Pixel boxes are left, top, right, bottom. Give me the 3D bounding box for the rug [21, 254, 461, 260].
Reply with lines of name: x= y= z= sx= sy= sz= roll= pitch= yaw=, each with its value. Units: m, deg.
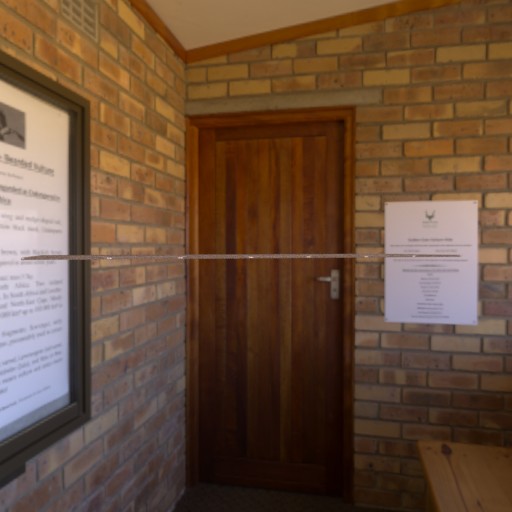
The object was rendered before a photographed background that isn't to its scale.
rug: x=0.000 y=0.000 z=2.714 sx=2.464 sy=0.012 sz=0.773 roll=0 pitch=1 yaw=-20
